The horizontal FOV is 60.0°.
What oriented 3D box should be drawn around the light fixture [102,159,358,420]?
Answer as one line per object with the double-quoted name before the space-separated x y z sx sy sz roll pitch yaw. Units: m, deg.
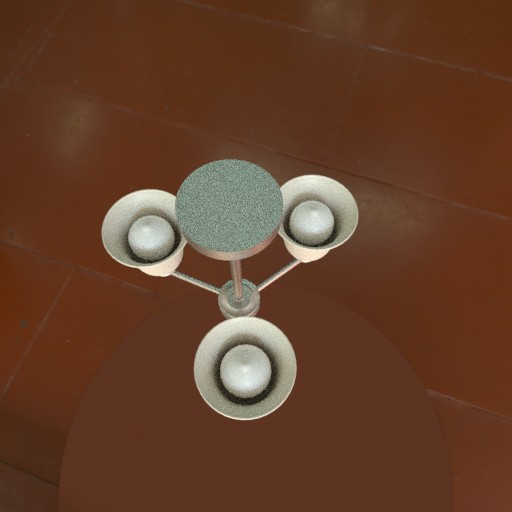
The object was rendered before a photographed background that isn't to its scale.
"light fixture" 0.000 0.000 0.669 0.354 0.370 0.388 -34 69 -14
